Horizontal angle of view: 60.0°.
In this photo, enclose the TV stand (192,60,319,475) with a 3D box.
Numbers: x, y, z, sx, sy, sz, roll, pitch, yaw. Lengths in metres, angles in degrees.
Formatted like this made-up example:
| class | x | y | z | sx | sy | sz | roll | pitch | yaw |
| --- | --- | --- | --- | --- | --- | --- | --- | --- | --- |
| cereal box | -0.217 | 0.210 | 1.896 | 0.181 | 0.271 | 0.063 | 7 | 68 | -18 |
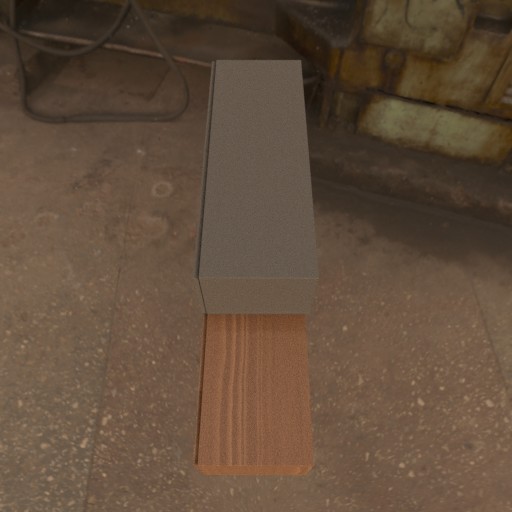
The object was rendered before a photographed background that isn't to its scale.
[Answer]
| class | x | y | z | sx | sy | sz | roll | pitch | yaw |
| --- | --- | --- | --- | --- | --- | --- | --- | --- | --- |
| TV stand | 0.000 | 0.000 | 1.532 | 0.329 | 0.591 | 1.336 | 0 | 58 | 0 |
